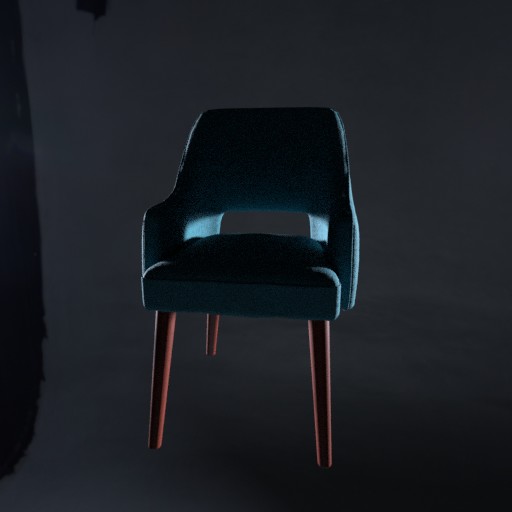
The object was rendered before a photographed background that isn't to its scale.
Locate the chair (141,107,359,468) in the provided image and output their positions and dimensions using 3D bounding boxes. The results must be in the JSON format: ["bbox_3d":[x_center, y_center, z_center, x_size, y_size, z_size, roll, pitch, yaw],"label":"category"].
[{"bbox_3d":[0.000,0.000,1.246,0.548,0.849,0.605,2,13,9],"label":"chair"}]
